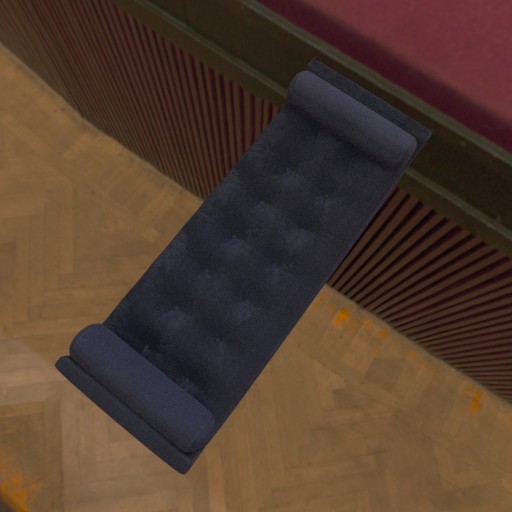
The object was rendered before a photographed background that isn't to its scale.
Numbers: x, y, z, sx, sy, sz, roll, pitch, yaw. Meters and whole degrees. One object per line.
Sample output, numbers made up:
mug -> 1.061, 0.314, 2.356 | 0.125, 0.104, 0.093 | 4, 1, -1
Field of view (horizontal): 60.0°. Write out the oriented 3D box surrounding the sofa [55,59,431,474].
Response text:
sofa -> 0.000, 0.000, 2.461 | 0.796, 0.705, 2.102 | 36, 78, 9
